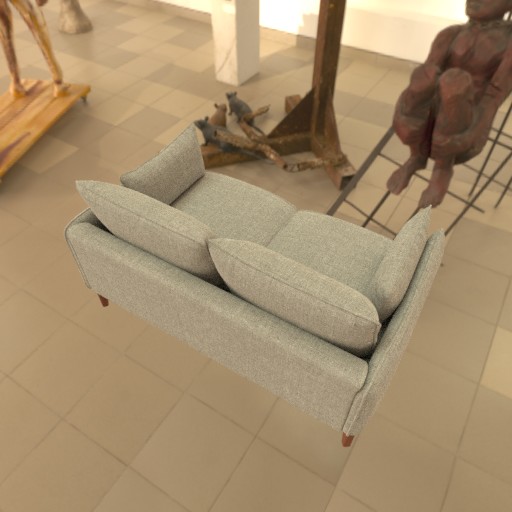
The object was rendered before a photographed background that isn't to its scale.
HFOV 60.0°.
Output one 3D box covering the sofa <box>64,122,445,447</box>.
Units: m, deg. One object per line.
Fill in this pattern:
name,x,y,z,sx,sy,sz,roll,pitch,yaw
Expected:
sofa,0.000,0.000,2.160,1.580,0.851,0.972,24,52,21
